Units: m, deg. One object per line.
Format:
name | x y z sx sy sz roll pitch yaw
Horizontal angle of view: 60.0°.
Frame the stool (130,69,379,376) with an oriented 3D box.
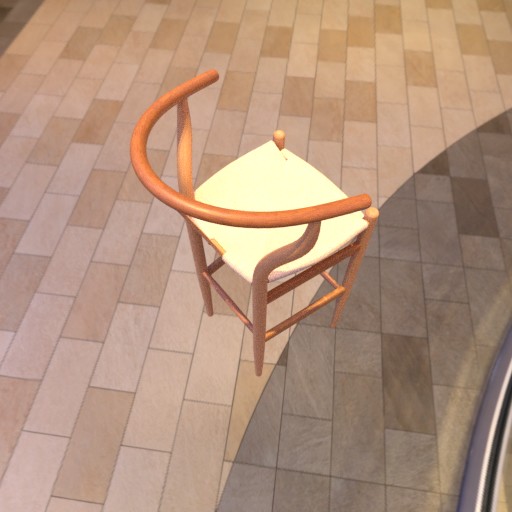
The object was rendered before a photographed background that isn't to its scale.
stool | 0.000 0.000 1.399 0.561 1.068 0.574 -34 63 -20
